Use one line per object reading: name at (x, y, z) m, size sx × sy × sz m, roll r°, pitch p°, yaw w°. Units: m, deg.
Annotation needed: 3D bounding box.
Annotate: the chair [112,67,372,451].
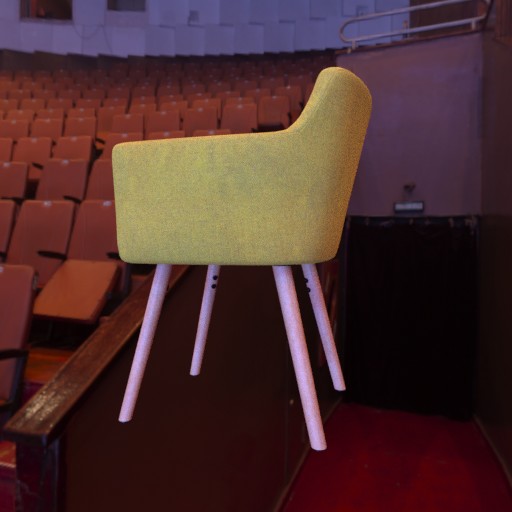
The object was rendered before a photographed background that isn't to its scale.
chair at (0.000, 0.000, 1.143) m, size 0.570 × 0.780 × 0.570 m, roll 1°, pitch 2°, yaw 18°
